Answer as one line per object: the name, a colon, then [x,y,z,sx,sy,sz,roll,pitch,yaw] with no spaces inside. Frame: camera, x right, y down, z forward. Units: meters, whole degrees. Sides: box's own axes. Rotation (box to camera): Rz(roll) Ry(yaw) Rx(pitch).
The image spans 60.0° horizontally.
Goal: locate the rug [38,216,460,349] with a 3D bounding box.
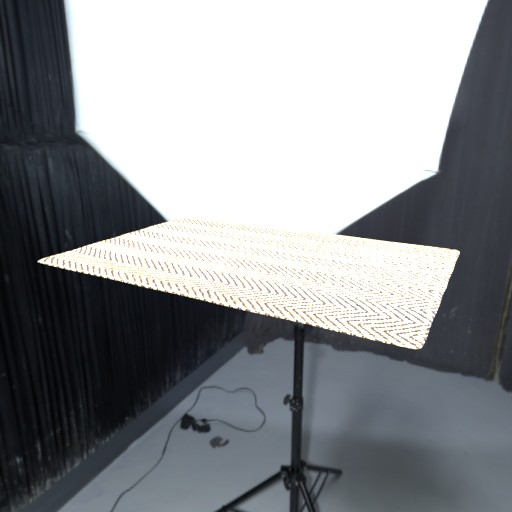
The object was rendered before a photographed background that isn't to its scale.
rug: [0.000,0.000,2.284,1.828,0.008,1.219,9,19,27]
